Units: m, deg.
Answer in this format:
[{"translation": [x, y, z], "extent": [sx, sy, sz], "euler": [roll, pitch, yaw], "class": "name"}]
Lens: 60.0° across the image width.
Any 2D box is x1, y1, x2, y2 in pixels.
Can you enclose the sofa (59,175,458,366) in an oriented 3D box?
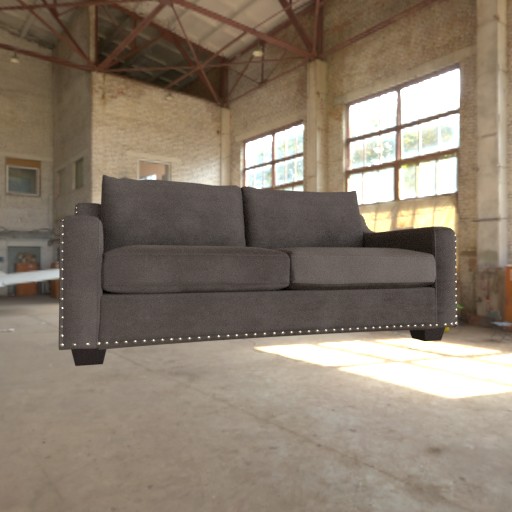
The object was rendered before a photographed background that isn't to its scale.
[{"translation": [0.000, 0.000, 3.262], "extent": [2.550, 1.196, 1.336], "euler": [0, -1, -19], "class": "sofa"}]
